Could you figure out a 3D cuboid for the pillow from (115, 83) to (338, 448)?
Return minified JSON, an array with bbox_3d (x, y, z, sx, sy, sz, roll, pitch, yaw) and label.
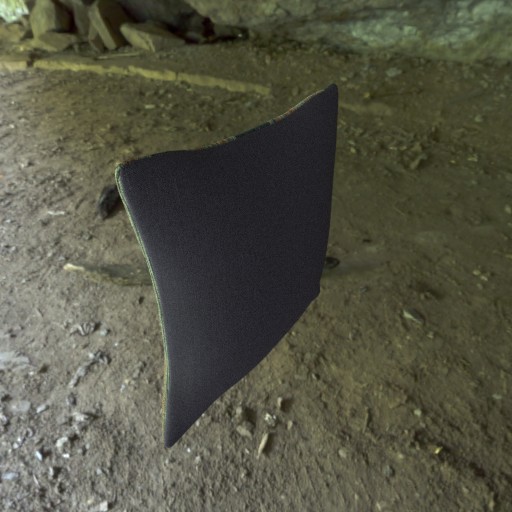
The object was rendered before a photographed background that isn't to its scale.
[{"bbox_3d":[0.000,0.000,0.655,0.136,0.419,0.437,21,39,29],"label":"pillow"}]
